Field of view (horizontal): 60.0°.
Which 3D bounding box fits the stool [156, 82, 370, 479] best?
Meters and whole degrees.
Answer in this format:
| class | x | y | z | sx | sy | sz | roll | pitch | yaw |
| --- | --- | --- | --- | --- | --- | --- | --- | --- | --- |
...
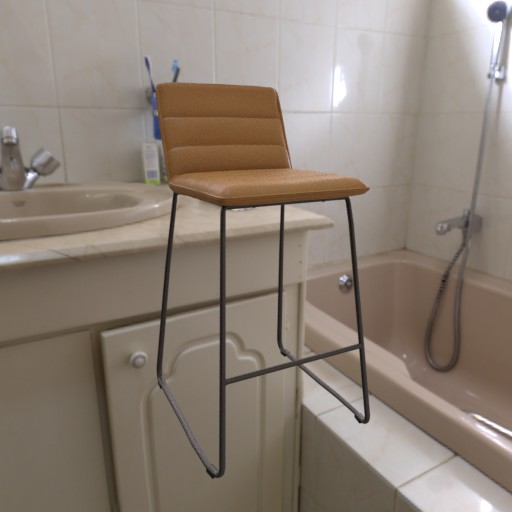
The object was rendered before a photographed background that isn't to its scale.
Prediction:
| class | x | y | z | sx | sy | sz | roll | pitch | yaw |
| --- | --- | --- | --- | --- | --- | --- | --- | --- | --- |
| stool | 0.000 | 0.000 | 1.236 | 0.489 | 0.936 | 0.524 | -8 | 18 | -26 |
